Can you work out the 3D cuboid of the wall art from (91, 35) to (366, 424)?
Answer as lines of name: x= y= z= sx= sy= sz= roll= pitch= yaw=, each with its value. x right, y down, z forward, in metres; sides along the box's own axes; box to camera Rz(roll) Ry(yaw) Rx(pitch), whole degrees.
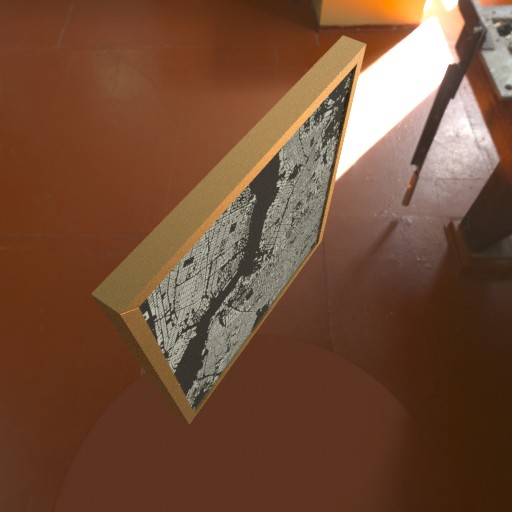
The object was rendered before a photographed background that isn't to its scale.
wall art: x=0.000 y=0.000 z=1.885 sx=0.095 sy=1.284 sz=1.284 roll=30 pitch=63 yaw=17
